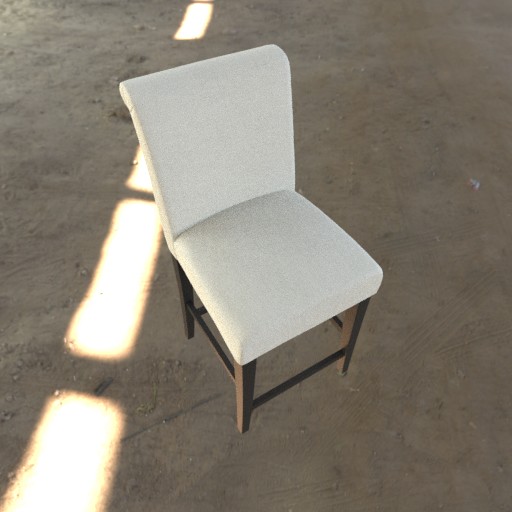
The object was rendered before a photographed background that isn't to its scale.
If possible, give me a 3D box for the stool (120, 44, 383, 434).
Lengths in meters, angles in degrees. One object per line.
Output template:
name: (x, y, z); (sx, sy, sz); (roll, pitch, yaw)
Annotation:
stool: (0.000, 0.000, 1.336); (0.452, 0.976, 0.597); (-24, 51, -21)
